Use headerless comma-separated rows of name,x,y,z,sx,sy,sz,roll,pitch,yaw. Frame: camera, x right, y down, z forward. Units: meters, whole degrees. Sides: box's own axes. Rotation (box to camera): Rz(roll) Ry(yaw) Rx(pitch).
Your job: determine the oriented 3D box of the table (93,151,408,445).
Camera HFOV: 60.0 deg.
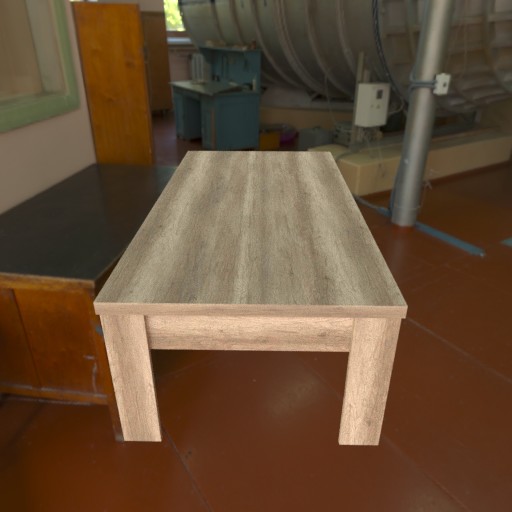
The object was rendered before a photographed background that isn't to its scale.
table,0.000,0.000,1.690,0.700,0.460,1.350,1,27,1
